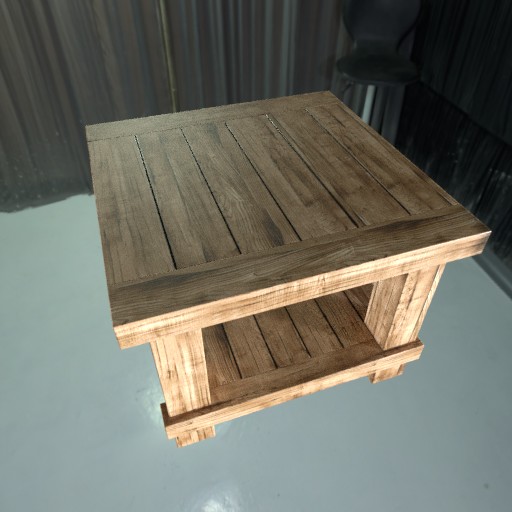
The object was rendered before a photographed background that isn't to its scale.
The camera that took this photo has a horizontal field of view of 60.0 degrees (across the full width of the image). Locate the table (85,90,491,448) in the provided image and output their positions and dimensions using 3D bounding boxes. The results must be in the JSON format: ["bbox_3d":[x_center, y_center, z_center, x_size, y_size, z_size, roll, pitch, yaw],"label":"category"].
[{"bbox_3d":[0.000,0.000,1.021,0.610,0.457,0.610,-13,44,-14],"label":"table"}]
